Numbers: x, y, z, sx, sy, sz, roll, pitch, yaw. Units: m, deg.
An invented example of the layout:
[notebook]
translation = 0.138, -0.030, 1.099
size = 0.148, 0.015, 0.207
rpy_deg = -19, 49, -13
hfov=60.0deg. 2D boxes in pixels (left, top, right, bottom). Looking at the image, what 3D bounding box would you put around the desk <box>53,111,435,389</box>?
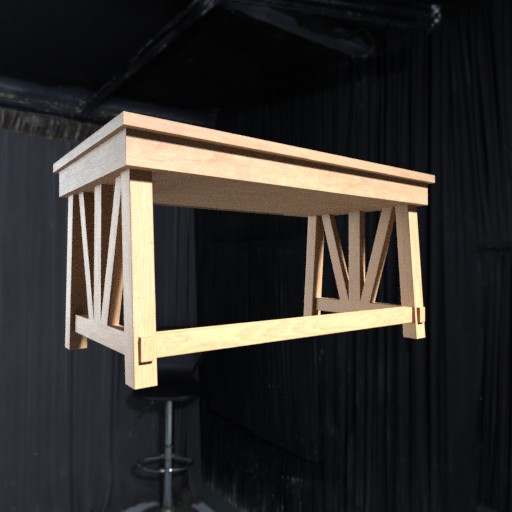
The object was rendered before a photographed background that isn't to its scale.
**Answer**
[desk]
translation = 0.000, 0.000, 1.963
size = 1.499, 0.762, 0.813
rpy_deg = 1, -1, -37
